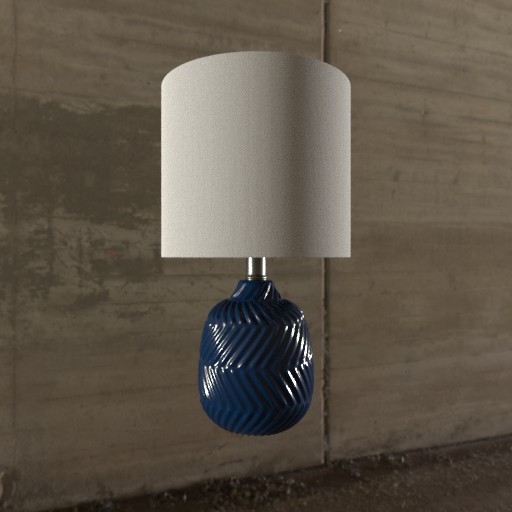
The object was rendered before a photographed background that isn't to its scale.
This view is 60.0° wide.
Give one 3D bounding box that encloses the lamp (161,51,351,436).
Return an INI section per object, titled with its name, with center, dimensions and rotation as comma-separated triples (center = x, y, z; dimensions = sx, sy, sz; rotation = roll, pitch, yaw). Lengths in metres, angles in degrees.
[lamp]
center = 0.000, 0.000, 0.487
dimensions = 0.203, 0.368, 0.203
rotation = 0, 0, 34
